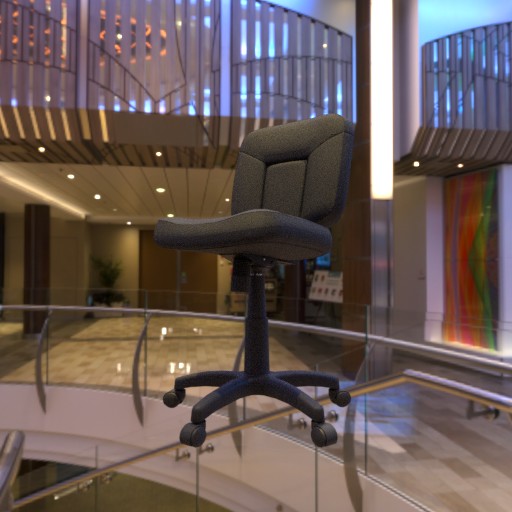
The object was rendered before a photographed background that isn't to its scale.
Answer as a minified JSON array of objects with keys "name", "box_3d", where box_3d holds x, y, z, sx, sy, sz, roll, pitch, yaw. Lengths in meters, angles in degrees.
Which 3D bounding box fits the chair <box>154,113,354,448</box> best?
[{"name":"chair","box_3d":[0.000,0.000,1.359,0.610,0.972,0.610,-1,-2,35]}]
